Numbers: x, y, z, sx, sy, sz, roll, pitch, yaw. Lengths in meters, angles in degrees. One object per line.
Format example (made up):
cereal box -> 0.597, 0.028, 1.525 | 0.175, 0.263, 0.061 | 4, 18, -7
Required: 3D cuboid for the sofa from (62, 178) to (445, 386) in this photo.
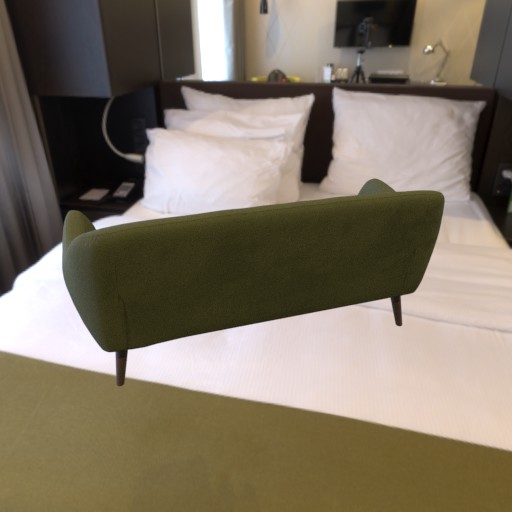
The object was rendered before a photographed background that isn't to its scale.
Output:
sofa -> 0.000, 0.000, 2.302 | 1.840, 0.836, 0.820 | -8, 28, -16
